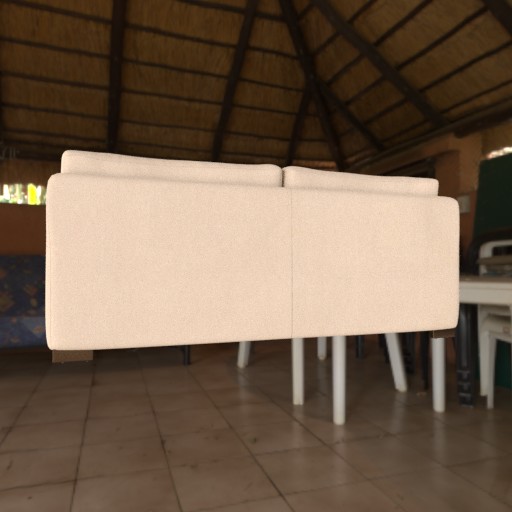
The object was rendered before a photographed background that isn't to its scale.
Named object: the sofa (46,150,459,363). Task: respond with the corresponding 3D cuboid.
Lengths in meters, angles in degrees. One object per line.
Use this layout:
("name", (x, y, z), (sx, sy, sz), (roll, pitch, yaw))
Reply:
("sofa", (0.000, 0.000, 2.583), (2.147, 0.925, 0.929), (0, -1, -19))
